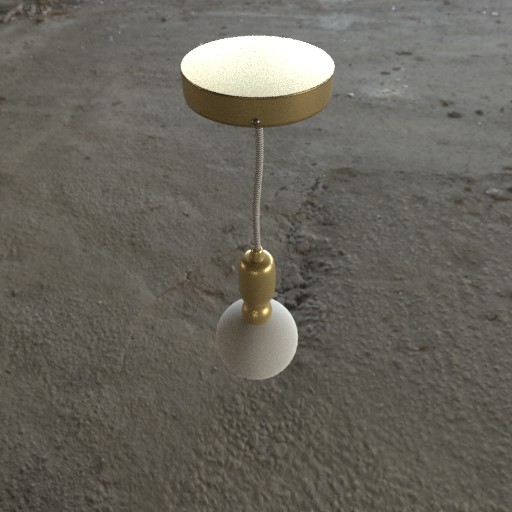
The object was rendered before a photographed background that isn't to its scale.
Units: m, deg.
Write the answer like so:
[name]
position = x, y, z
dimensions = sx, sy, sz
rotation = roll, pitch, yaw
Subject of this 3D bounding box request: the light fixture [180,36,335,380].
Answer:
[light fixture]
position = 0.000, 0.000, 0.594
dimensions = 0.146, 0.510, 0.147
rotation = 8, 45, 8
